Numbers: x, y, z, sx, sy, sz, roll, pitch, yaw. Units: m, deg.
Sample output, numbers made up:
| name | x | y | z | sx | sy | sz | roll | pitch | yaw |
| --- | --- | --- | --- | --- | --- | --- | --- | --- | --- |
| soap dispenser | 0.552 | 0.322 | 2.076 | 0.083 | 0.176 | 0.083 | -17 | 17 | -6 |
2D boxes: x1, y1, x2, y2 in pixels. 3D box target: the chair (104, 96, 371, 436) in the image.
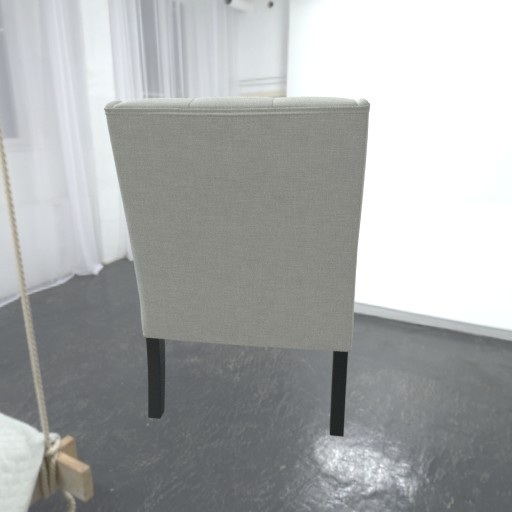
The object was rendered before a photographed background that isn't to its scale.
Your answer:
| name | x | y | z | sx | sy | sz | roll | pitch | yaw |
| --- | --- | --- | --- | --- | --- | --- | --- | --- | --- |
| chair | 0.000 | 0.000 | 1.318 | 0.569 | 0.853 | 0.676 | 2 | 16 | 8 |
